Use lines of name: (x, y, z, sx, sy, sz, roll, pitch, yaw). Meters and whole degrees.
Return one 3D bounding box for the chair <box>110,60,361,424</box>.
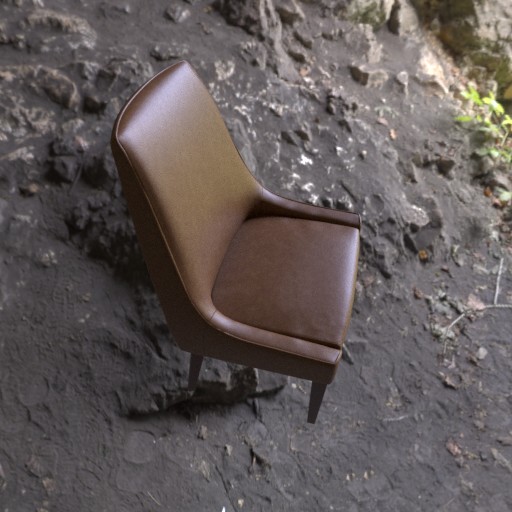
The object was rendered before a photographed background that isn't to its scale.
chair: (0.000, 0.000, 1.186, 0.544, 0.861, 0.529, 11, 48, 10)
